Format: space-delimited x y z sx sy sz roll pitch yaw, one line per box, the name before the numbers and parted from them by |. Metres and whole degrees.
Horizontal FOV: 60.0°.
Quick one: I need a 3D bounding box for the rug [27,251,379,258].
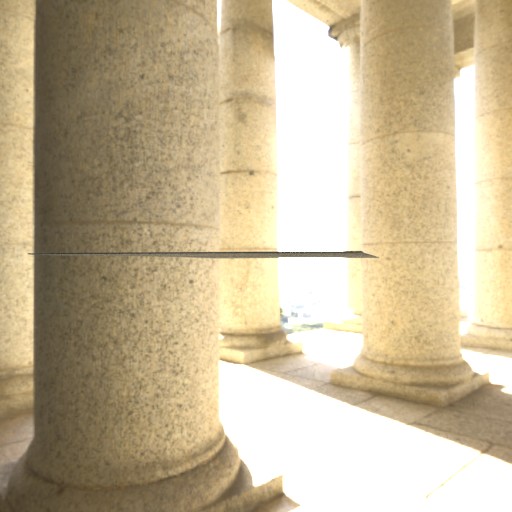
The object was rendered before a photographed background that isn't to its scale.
rug | 0.000 0.000 2.197 1.135 0.010 1.740 0 -1 17
